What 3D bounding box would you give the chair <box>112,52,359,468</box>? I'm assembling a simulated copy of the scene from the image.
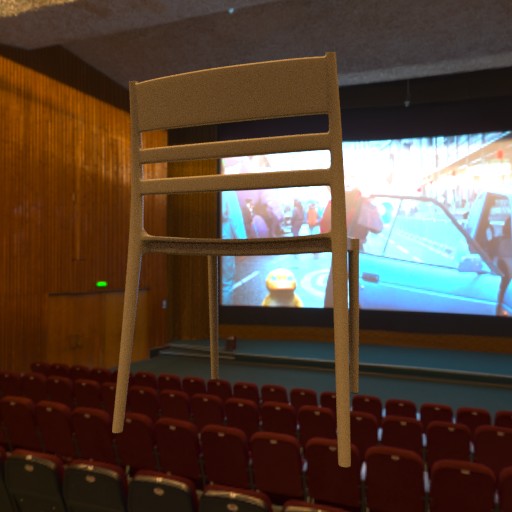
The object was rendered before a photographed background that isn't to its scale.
[{"bbox_3d":[0.000,0.000,1.141,0.531,0.800,0.511,0,0,19],"label":"chair"}]
